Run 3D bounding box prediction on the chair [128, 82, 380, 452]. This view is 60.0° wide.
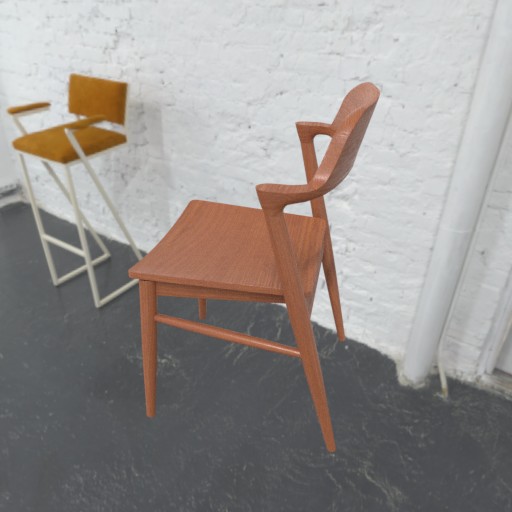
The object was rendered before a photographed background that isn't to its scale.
[{"bbox_3d":[0.000,0.000,1.110,0.499,0.801,0.496,7,31,11],"label":"chair"}]
